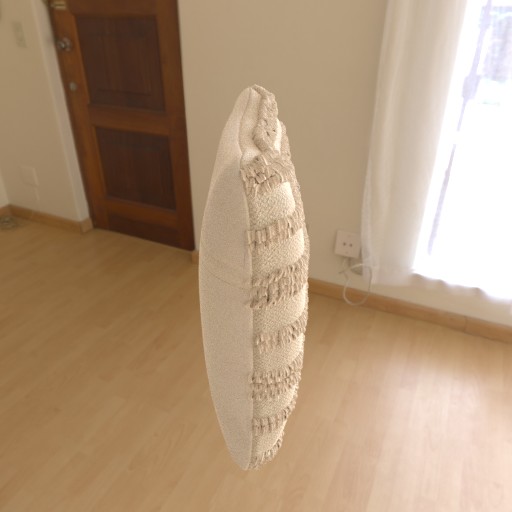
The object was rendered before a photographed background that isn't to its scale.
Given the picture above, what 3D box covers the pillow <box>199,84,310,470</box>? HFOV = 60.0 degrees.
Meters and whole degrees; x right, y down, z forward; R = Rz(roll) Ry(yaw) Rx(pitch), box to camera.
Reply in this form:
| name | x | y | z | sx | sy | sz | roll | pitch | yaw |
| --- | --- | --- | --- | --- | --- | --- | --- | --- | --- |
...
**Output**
| name | x | y | z | sx | sy | sz | roll | pitch | yaw |
| --- | --- | --- | --- | --- | --- | --- | --- | --- | --- |
| pillow | 0.000 | 0.000 | 0.659 | 0.145 | 0.427 | 0.437 | 0 | 30 | 0 |
